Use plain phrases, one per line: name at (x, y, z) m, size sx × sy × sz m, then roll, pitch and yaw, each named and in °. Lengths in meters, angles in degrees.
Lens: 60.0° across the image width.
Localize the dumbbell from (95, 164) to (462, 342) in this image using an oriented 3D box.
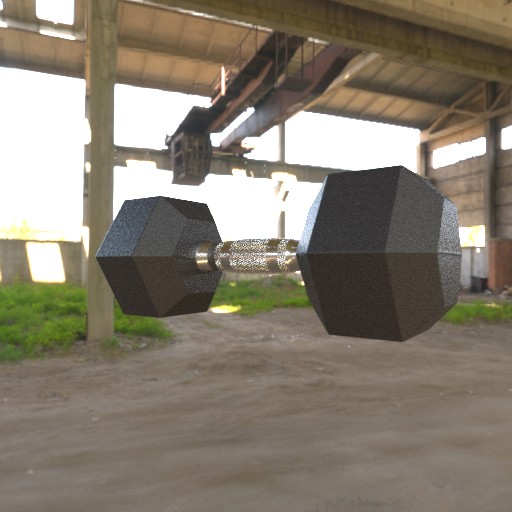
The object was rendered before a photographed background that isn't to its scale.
dumbbell at (0.000, 0.000, 0.384) m, size 0.315 × 0.113 × 0.129 m, roll -1°, pitch -1°, yaw 35°
